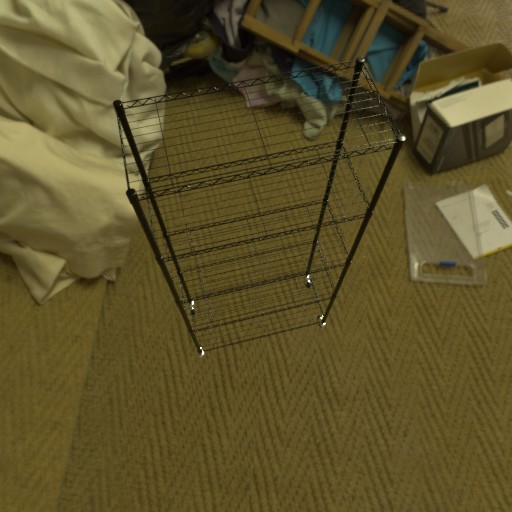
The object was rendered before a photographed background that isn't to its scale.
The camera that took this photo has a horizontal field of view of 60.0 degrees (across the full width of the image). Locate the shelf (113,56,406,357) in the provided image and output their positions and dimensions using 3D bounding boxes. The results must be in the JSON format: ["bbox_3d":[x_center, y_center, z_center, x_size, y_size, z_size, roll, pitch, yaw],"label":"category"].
[{"bbox_3d":[0.000,0.000,1.942,0.762,1.645,0.356,-13,64,-6],"label":"shelf"}]
